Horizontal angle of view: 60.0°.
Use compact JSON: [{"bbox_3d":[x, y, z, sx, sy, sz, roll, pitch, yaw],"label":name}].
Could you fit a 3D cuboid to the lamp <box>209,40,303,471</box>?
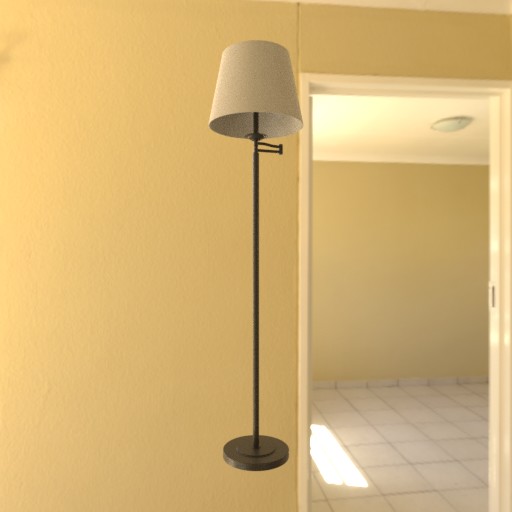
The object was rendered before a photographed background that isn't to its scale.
[{"bbox_3d":[0.000,0.000,1.636,0.348,1.473,0.348,0,0,-17],"label":"lamp"}]
